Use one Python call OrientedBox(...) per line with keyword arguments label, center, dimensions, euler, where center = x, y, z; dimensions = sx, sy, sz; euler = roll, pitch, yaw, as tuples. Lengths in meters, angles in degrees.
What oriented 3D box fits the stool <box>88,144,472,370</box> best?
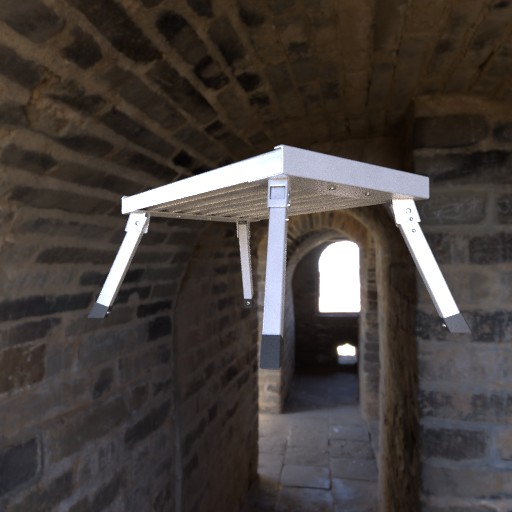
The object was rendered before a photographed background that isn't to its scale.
OrientedBox(label="stool", center=(0.000, 0.000, 0.732), dimensions=(0.385, 0.225, 0.535), euler=(1, -2, -38))
